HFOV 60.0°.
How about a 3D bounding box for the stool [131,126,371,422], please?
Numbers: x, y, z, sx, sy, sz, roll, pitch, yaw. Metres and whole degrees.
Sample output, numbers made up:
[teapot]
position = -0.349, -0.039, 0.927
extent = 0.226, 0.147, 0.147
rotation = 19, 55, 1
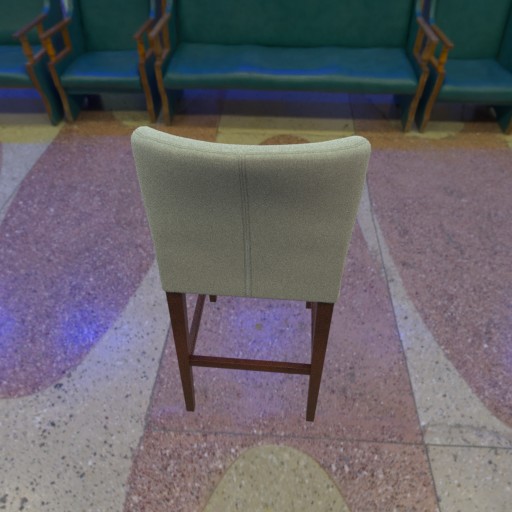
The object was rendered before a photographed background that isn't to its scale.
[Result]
[stool]
position = 0.000, 0.000, 1.329
extent = 0.479, 1.069, 0.568
rotation = 4, 46, 3
